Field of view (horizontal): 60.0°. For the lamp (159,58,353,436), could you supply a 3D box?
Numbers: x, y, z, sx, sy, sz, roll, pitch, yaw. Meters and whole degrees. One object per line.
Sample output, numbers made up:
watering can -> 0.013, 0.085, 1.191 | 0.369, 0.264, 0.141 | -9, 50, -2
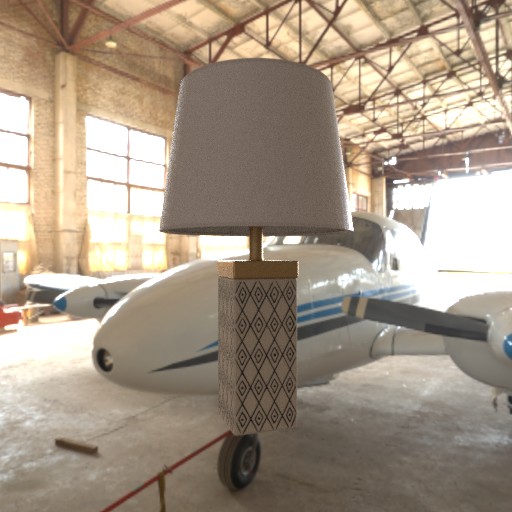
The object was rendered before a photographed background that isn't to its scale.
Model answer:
lamp -> 0.000, 0.000, 0.586 | 0.251, 0.435, 0.251 | 0, 0, 0
